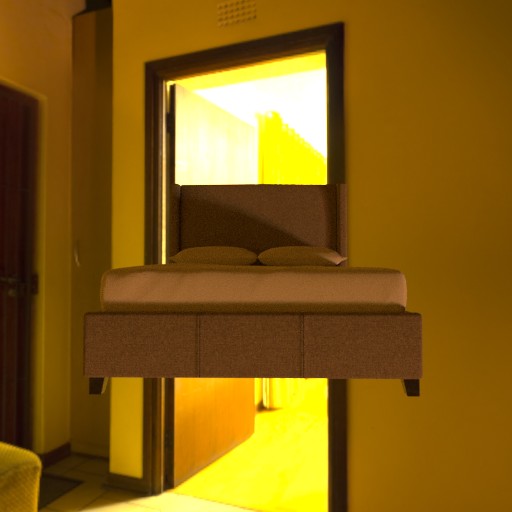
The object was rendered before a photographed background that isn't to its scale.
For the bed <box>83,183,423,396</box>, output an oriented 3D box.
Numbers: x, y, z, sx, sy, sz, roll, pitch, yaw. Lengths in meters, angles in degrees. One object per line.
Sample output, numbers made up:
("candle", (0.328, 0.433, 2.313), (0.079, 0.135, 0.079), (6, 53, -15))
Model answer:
("bed", (0.000, 0.000, 3.349), (1.714, 1.481, 2.245), (0, -1, 1))
